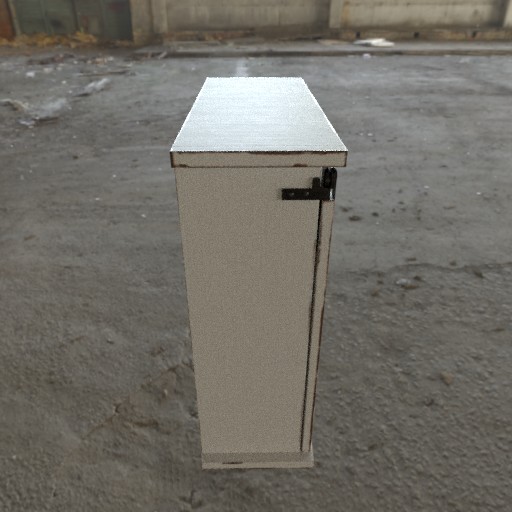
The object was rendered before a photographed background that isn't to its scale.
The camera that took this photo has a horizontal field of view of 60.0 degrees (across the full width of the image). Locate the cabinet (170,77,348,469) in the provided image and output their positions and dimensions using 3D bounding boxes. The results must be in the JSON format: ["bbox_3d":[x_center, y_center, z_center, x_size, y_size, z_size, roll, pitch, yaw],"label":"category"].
[{"bbox_3d":[0.000,0.000,0.906,0.210,0.603,0.541,0,30,-1],"label":"cabinet"}]
